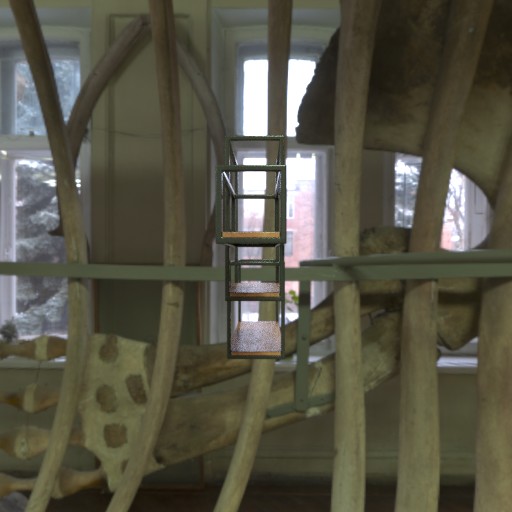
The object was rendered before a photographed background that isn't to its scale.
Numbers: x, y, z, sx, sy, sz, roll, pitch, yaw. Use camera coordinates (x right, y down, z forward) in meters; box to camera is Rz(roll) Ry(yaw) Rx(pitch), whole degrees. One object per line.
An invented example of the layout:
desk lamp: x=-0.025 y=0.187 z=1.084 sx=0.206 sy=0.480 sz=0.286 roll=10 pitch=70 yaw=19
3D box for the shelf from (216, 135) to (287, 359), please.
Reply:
shelf: x=0.000 y=0.000 z=2.151 sx=0.275 sy=0.972 sz=1.781 roll=0 pitch=0 yaw=1
